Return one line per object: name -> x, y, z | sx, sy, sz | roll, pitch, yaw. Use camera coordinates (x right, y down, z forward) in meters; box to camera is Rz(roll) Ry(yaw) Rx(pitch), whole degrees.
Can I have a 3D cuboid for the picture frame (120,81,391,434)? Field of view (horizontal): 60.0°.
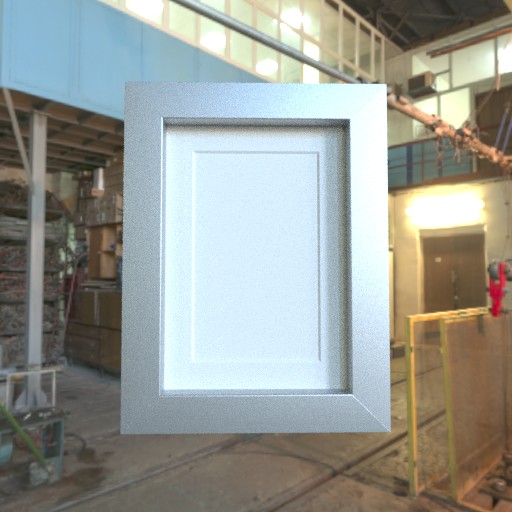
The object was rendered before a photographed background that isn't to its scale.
picture frame -> 0.000, 0.000, 0.276 | 0.157, 0.208, 0.028 | 0, -2, -1
